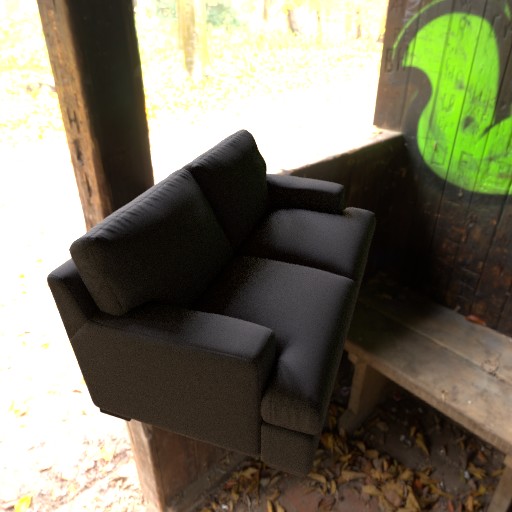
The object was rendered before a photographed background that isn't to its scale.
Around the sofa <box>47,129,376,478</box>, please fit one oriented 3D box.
[{"bbox_3d":[0.000,0.000,2.456,1.143,0.940,1.880,10,32,17],"label":"sofa"}]
